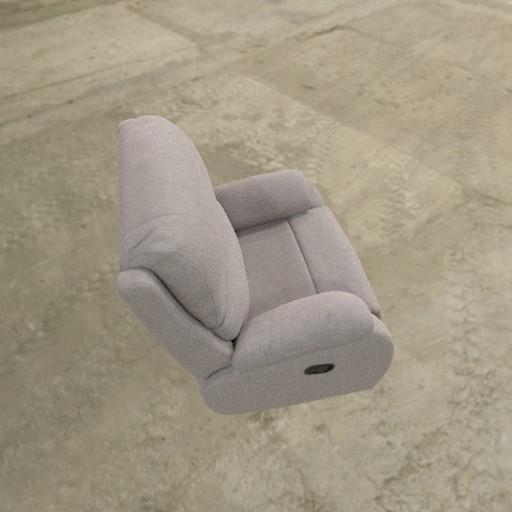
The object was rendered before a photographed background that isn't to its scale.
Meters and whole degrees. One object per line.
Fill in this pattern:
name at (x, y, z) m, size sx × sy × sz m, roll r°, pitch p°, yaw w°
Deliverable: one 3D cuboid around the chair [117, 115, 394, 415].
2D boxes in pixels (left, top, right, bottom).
chair at (0.000, 0.000, 1.751) m, size 0.899 × 1.011 × 0.930 m, roll -9°, pitch 47°, yaw -8°
